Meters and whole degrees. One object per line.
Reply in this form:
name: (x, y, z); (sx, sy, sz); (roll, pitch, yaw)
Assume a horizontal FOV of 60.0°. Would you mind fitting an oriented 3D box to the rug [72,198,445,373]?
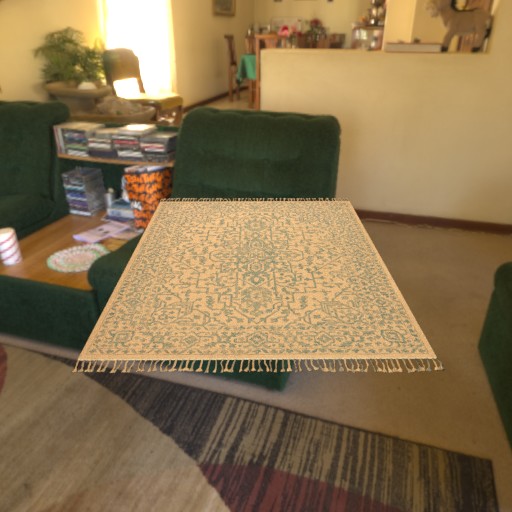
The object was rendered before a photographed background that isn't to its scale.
rug: (0.000, 0.000, 4.359); (2.464, 0.010, 3.327); (0, 27, 0)
